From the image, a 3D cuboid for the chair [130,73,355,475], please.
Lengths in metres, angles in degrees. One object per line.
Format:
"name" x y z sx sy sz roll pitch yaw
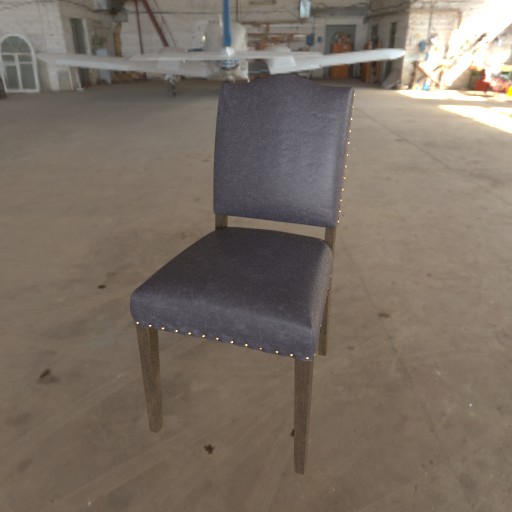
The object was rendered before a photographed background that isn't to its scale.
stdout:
"chair" 0.000 0.000 1.339 0.500 0.991 0.633 8 27 17
